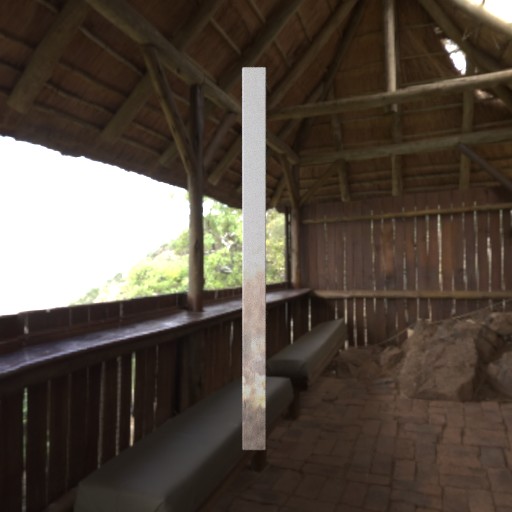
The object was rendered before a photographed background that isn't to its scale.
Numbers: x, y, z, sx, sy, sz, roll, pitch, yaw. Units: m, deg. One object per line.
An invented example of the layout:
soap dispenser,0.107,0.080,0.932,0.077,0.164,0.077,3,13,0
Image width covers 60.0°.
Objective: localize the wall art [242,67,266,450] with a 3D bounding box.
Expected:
wall art,0.000,0.000,1.161,0.040,0.608,0.916,0,1,0
